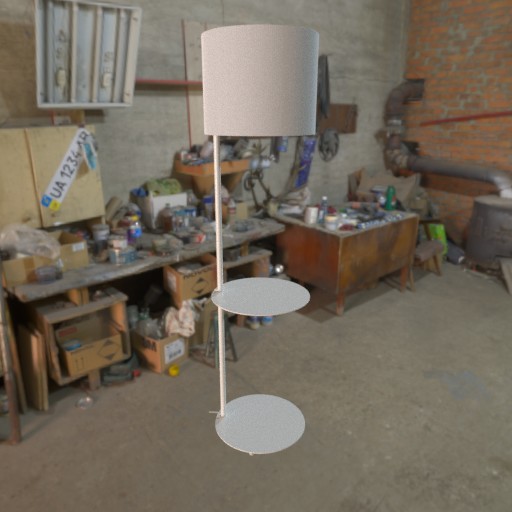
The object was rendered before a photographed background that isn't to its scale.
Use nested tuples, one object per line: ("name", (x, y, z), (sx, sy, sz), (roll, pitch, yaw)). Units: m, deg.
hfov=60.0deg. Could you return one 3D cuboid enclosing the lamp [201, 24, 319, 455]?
("lamp", (0.000, 0.000, 1.629), (0.405, 1.465, 0.372), (4, 18, 11))
